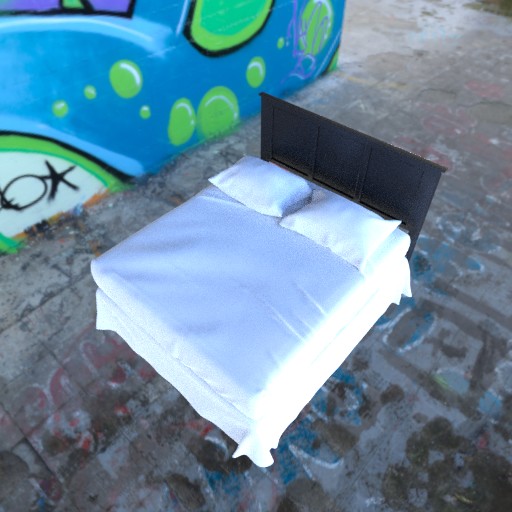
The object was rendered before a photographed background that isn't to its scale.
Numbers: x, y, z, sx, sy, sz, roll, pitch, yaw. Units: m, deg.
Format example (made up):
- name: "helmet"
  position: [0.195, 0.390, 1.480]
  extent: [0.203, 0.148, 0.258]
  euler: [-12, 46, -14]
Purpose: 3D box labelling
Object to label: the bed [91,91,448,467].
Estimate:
- name: "bed"
  position: [0.000, 0.000, 3.288]
  extent: [1.870, 1.270, 2.050]
  euler: [33, 55, 27]
